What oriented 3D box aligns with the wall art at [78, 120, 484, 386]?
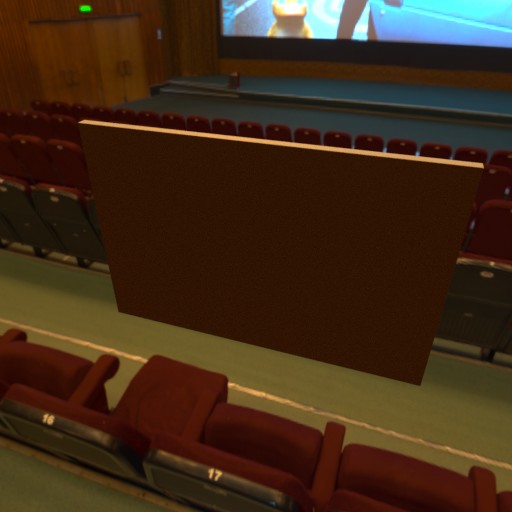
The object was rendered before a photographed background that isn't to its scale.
[{"bbox_3d":[0.000,0.000,1.151,0.932,0.610,0.027,11,34,16],"label":"wall art"}]
